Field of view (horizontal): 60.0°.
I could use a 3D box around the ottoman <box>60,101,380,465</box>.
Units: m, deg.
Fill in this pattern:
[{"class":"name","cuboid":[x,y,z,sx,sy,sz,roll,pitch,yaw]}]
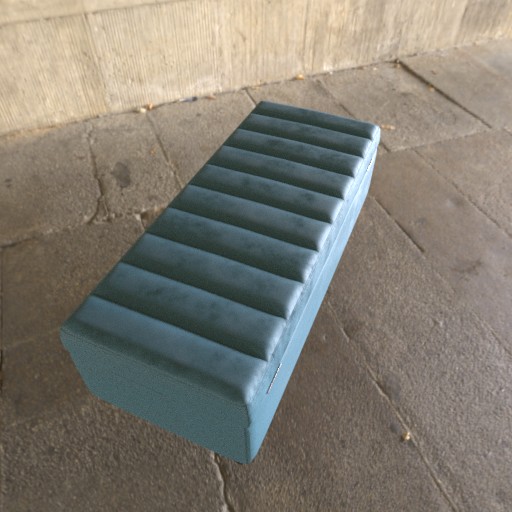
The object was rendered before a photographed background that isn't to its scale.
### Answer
[{"class":"ottoman","cuboid":[0.000,0.000,1.415,0.482,0.469,1.151,18,49,16]}]
